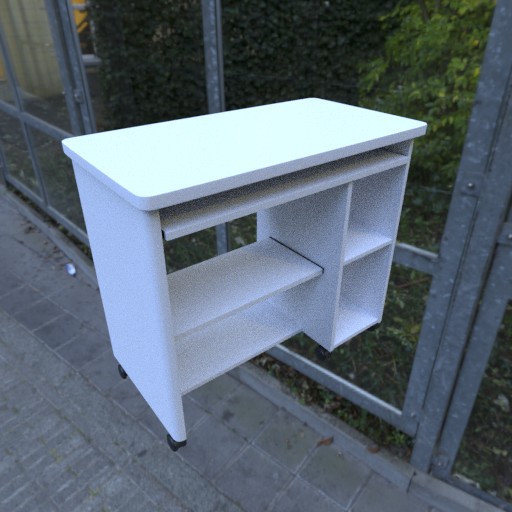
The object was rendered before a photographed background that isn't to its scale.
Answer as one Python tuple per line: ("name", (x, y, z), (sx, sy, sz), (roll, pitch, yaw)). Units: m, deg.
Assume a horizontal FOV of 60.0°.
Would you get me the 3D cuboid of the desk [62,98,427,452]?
("desk", (0.000, 0.000, 1.361), (0.877, 0.763, 0.475), (-21, 37, -32))
